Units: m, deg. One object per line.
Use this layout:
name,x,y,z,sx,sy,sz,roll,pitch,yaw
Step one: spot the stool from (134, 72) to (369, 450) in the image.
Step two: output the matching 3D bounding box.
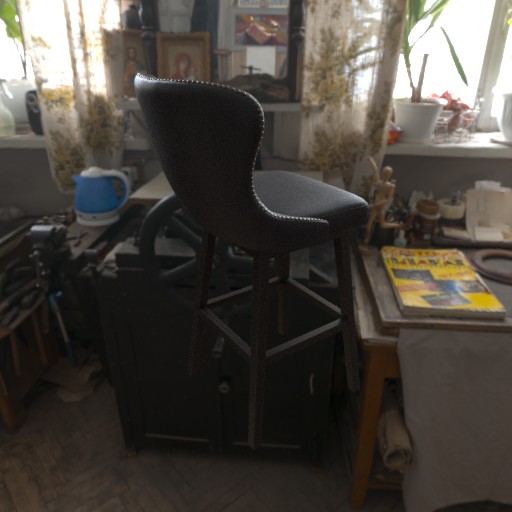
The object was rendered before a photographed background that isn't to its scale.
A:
stool,0.000,0.000,1.368,0.601,1.050,0.528,-17,30,-31
